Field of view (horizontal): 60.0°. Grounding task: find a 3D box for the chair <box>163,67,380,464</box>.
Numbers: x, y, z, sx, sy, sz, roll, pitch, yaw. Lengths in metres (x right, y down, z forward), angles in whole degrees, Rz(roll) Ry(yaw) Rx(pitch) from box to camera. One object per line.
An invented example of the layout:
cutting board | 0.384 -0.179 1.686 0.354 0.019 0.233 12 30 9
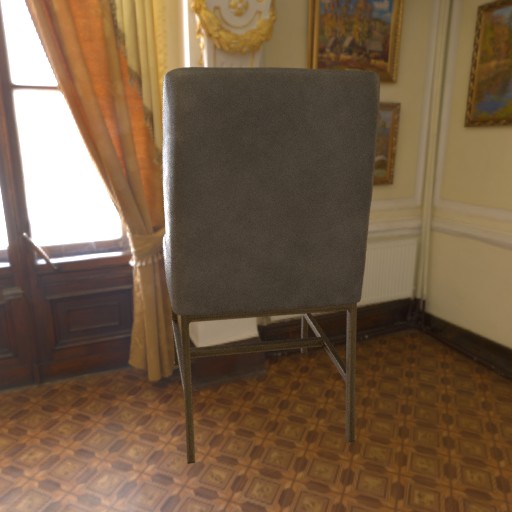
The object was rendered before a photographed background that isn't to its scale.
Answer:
chair | 0.000 0.000 1.221 0.508 0.889 0.587 -3 15 -11
